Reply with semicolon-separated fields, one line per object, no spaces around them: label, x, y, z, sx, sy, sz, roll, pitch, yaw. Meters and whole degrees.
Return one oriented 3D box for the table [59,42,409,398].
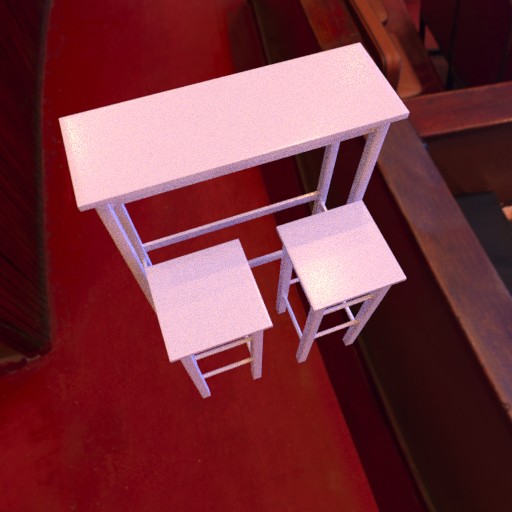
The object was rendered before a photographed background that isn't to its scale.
table;0.000;0.000;1.617;0.915;1.065;0.650;-18;64;-9
